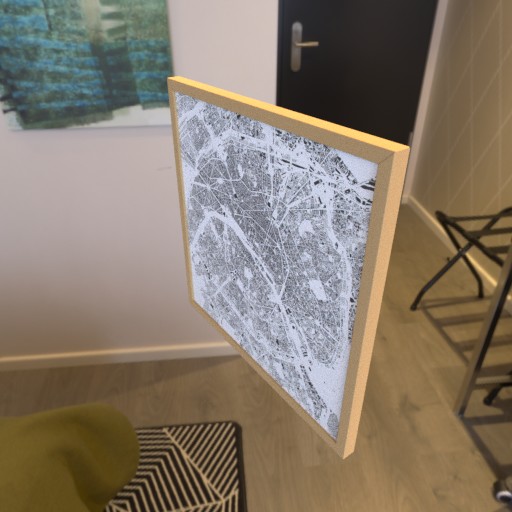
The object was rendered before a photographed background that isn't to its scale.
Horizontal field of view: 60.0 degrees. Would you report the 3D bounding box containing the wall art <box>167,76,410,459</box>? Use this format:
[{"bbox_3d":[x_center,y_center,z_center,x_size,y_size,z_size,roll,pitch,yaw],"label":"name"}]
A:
[{"bbox_3d":[0.000,0.000,1.139,0.037,0.761,0.761,-21,37,-30],"label":"wall art"}]
